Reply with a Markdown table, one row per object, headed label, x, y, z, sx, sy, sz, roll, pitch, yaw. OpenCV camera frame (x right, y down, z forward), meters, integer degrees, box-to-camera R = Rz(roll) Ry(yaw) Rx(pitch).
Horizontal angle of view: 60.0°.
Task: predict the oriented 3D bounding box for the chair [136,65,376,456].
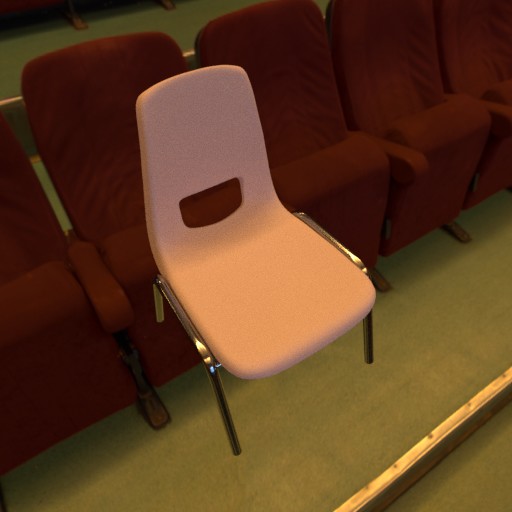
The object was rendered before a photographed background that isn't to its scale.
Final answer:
| label | x | y | z | sx | sy | sz | roll | pitch | yaw |
| --- | --- | --- | --- | --- | --- | --- | --- | --- | --- |
| chair | 0.000 | 0.000 | 0.795 | 0.354 | 0.537 | 0.385 | -26 | 52 | -23 |
